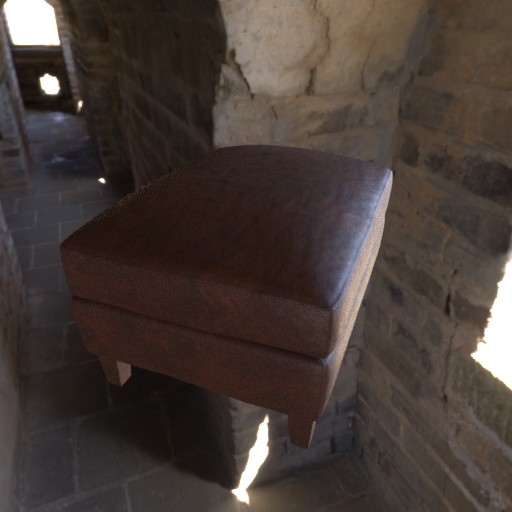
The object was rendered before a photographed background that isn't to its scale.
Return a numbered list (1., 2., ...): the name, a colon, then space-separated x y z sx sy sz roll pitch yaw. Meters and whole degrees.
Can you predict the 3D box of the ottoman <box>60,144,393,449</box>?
1. ottoman: 0.000 0.000 1.306 0.659 0.527 0.887 11 31 19
